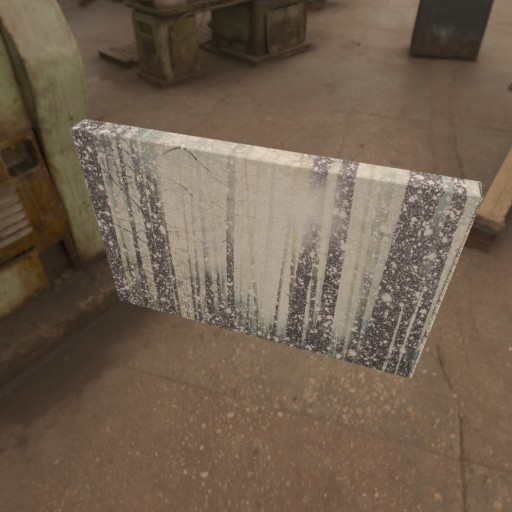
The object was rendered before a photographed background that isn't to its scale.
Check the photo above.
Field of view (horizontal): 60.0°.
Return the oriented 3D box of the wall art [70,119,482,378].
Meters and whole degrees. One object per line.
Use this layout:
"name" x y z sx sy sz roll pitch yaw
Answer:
"wall art" 0.000 0.000 0.777 0.618 0.398 0.042 13 42 14
